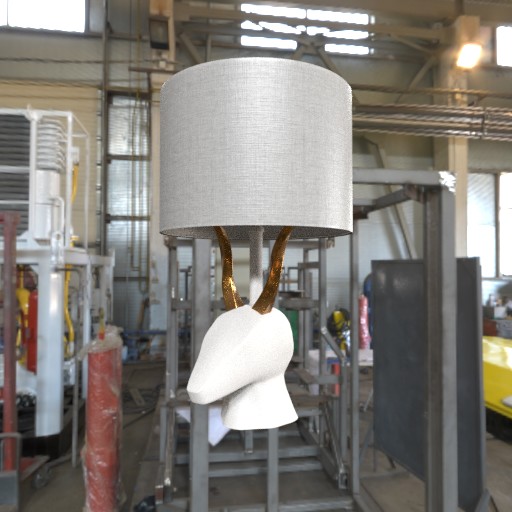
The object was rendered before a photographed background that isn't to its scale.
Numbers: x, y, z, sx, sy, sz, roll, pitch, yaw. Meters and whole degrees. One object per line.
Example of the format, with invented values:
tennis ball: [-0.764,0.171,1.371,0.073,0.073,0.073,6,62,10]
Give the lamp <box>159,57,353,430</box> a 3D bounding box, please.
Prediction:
lamp: [0.000,0.000,0.699,0.298,0.503,0.298,-1,-2,36]
